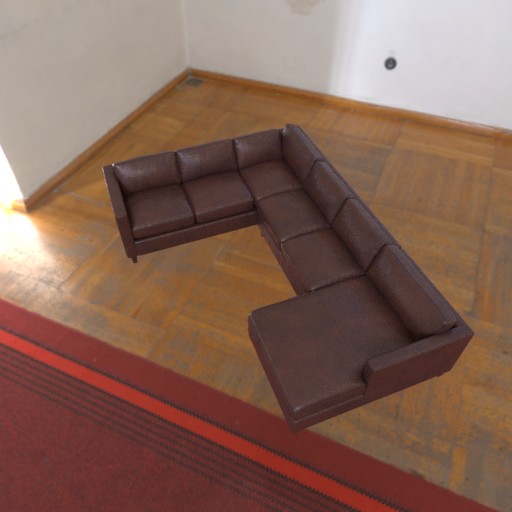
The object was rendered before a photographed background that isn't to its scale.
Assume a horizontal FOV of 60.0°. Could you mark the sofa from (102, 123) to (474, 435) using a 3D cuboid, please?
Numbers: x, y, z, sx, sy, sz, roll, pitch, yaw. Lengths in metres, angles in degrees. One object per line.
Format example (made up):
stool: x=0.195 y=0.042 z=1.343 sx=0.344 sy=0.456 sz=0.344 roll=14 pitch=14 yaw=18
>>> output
sofa: x=0.000 y=0.000 z=4.468 sx=2.452 sy=0.891 sz=3.324 roll=-16 pitch=49 yaw=-14
